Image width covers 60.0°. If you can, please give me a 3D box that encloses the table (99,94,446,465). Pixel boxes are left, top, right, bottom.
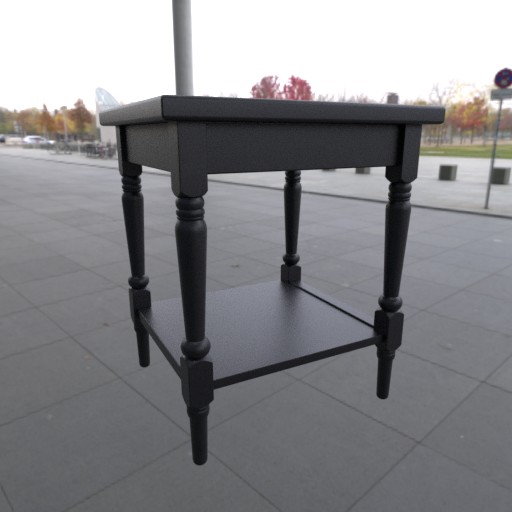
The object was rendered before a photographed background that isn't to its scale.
[{"bbox_3d":[0.000,0.000,0.894,0.488,0.565,0.442,-8,17,-27],"label":"table"}]
